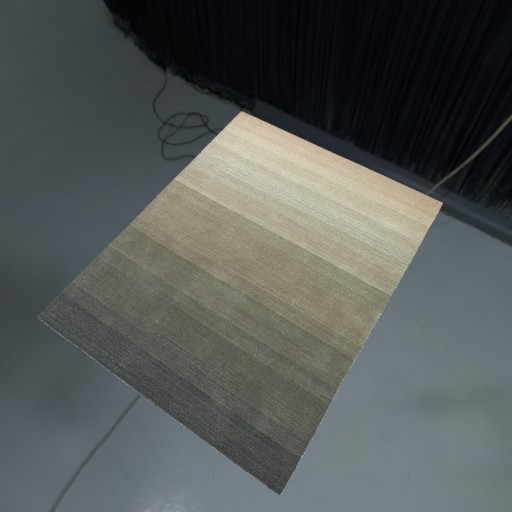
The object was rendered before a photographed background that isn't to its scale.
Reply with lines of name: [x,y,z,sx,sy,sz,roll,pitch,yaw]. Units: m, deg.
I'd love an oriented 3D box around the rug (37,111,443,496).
rug: [0.000,0.000,3.886,2.315,0.015,2.932,29,63,17]
